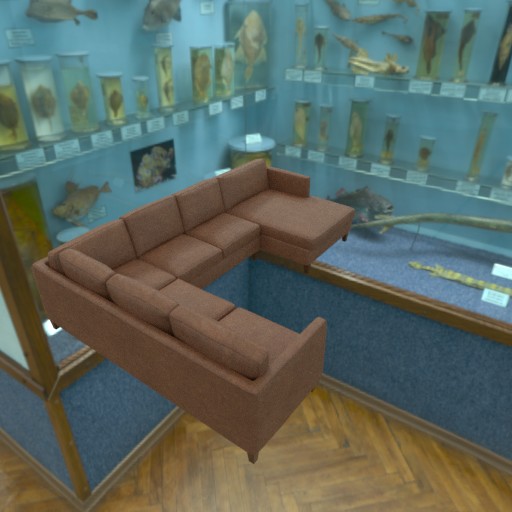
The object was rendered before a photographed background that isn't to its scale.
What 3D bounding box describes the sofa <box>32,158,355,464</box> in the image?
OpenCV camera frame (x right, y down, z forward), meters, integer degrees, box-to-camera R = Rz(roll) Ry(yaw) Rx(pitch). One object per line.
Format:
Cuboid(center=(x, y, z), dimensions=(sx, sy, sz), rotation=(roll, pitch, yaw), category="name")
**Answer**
Cuboid(center=(0.000, 0.000, 4.665), dimensions=(2.593, 0.923, 3.460), rotation=(21, 37, 31), category="sofa")
